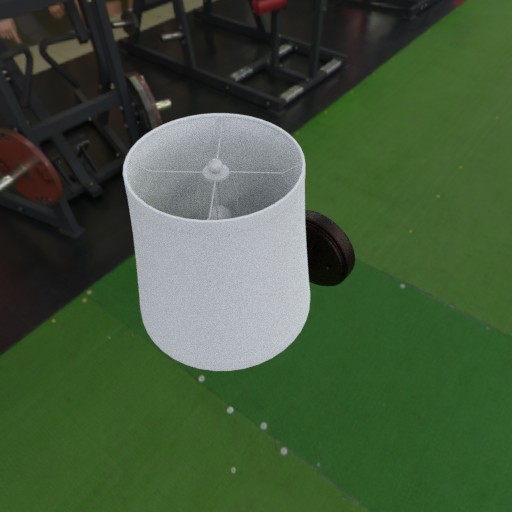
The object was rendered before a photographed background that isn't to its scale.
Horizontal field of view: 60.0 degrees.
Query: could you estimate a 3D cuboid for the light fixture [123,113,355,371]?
[{"bbox_3d":[0.000,0.000,0.272,0.100,0.172,0.157,32,55,26],"label":"light fixture"}]
